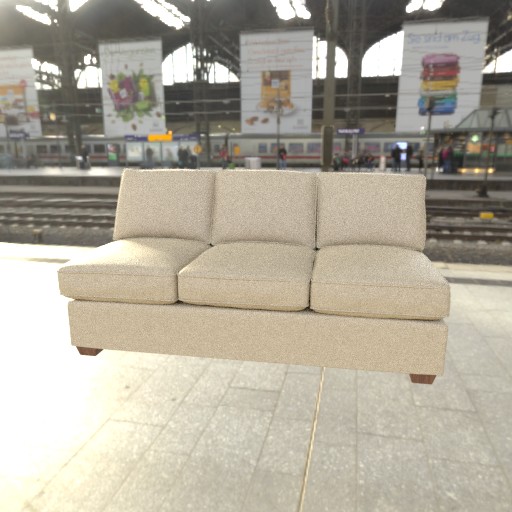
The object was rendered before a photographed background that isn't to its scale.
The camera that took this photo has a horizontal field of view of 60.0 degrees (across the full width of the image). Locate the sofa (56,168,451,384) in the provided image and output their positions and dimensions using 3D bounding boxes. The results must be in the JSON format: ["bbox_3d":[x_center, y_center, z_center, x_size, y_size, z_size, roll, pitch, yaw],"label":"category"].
[{"bbox_3d":[0.000,0.000,2.584,1.962,0.973,1.027,2,13,10],"label":"sofa"}]
